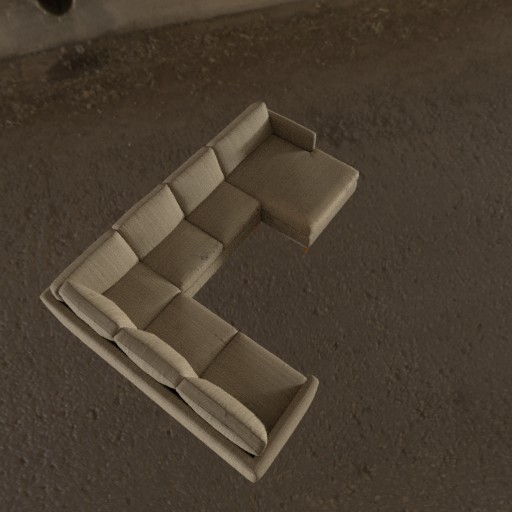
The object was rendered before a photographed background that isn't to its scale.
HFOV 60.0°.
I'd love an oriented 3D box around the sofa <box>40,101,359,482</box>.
[{"bbox_3d":[0.000,0.000,4.702,2.594,0.961,3.460,32,63,19],"label":"sofa"}]
